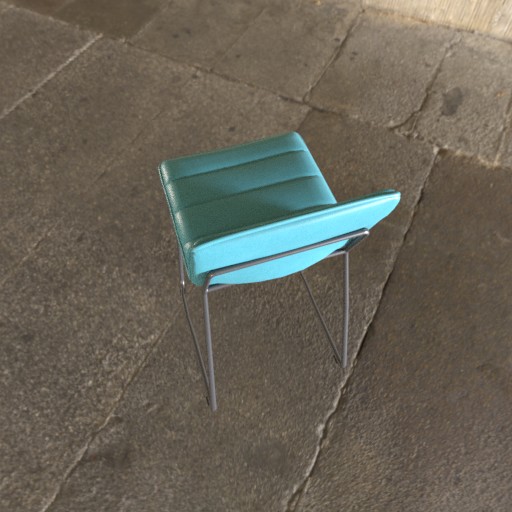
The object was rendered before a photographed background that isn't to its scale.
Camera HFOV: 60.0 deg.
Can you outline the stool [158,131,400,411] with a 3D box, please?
[{"bbox_3d":[0.000,0.000,1.252,0.489,0.936,0.524,-15,58,-10],"label":"stool"}]
